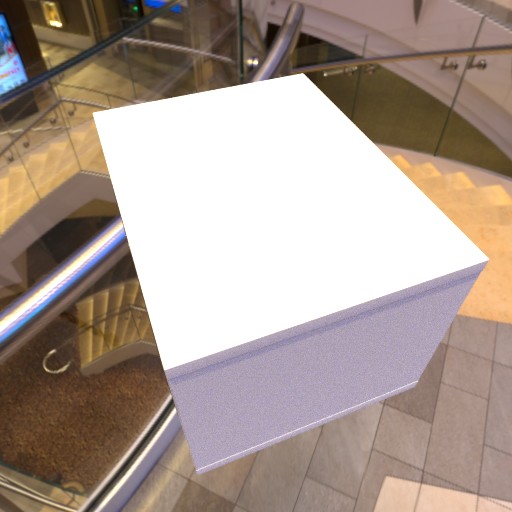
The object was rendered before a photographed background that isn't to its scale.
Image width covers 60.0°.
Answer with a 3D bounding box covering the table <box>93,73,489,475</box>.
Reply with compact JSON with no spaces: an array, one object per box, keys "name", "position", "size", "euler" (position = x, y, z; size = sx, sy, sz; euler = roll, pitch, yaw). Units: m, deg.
[{"name":"table","position":[0.000,0.000,0.776],"size":[0.399,0.357,0.517],"euler":[-16,50,-14]}]
